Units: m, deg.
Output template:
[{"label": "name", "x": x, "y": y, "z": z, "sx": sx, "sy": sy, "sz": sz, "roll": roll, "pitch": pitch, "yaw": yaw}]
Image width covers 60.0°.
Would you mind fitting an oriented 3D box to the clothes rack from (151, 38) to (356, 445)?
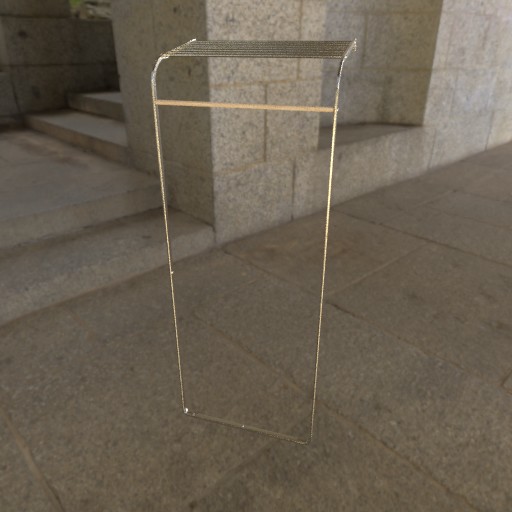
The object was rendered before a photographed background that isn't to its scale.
[{"label": "clothes rack", "x": 0.000, "y": 0.000, "z": 1.784, "sx": 0.609, "sy": 1.574, "sz": 0.349, "roll": 8, "pitch": 27, "yaw": 16}]
